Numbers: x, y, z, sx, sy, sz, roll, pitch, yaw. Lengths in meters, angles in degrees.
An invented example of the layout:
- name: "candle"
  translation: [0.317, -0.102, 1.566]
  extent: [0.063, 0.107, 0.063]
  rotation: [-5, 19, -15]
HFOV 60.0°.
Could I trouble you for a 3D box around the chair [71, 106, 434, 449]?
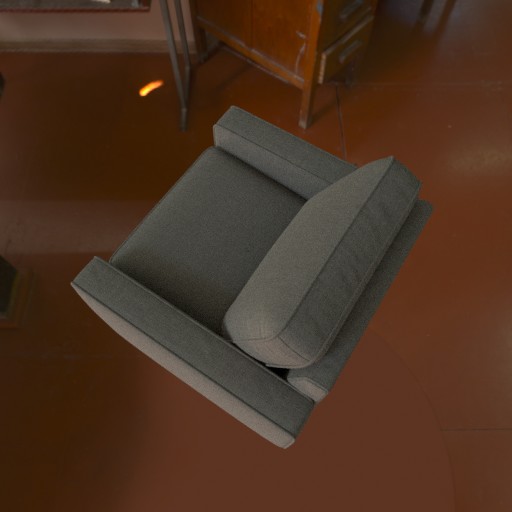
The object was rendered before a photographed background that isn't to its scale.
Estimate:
- name: "chair"
  translation: [0.000, 0.000, 1.699]
  extent: [0.940, 0.919, 1.017]
  rotation: [31, 68, 14]
